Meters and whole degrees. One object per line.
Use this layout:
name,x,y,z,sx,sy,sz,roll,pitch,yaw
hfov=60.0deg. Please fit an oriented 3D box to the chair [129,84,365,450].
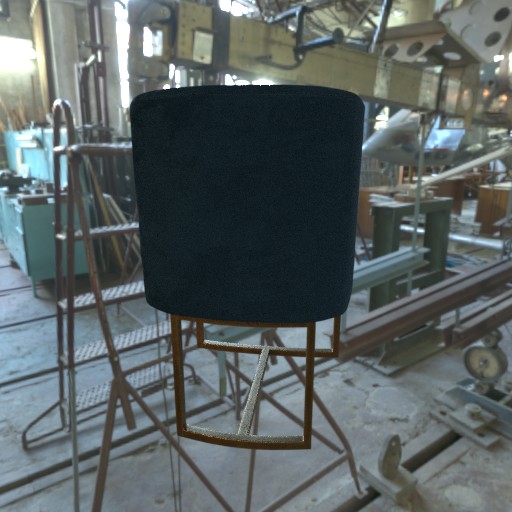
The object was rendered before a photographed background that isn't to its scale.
chair,0.000,0.000,1.204,0.530,0.824,0.560,2,16,8
